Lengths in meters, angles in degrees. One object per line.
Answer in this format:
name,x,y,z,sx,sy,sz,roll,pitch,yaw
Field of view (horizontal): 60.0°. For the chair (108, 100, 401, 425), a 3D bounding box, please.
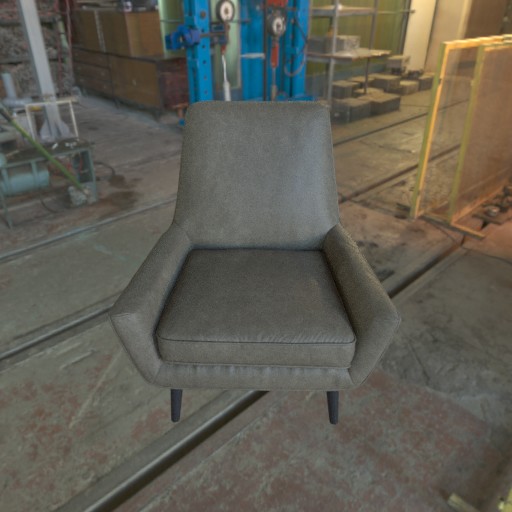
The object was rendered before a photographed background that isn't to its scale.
chair,0.000,0.000,1.529,0.787,0.888,0.824,0,31,1
